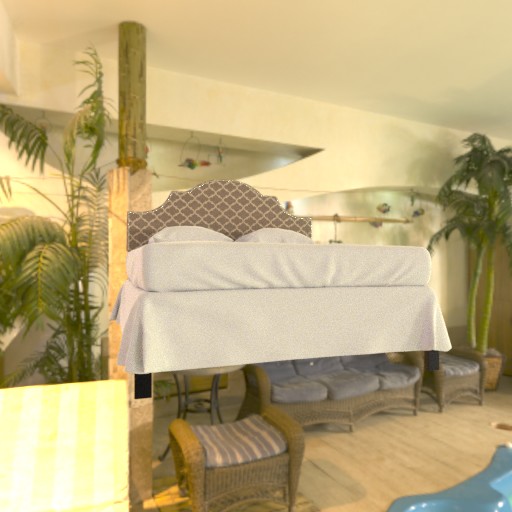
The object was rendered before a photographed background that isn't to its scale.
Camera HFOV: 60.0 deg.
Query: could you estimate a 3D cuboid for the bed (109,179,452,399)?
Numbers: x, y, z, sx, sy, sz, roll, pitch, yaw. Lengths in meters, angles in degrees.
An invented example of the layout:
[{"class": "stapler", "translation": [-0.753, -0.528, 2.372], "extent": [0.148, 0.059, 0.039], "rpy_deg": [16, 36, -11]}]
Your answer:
[{"class": "bed", "translation": [0.000, 0.000, 3.707], "extent": [2.314, 1.601, 2.222], "rpy_deg": [0, -1, -19]}]
